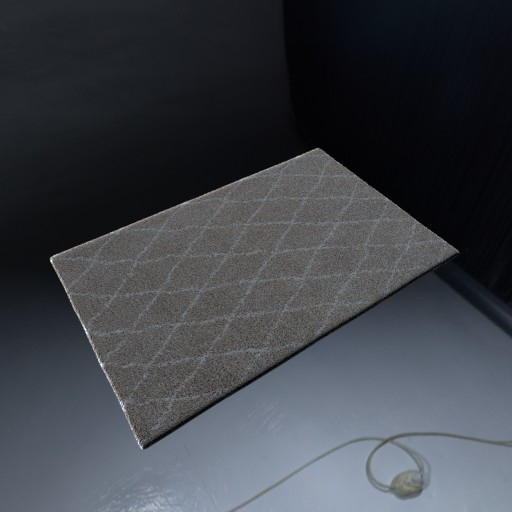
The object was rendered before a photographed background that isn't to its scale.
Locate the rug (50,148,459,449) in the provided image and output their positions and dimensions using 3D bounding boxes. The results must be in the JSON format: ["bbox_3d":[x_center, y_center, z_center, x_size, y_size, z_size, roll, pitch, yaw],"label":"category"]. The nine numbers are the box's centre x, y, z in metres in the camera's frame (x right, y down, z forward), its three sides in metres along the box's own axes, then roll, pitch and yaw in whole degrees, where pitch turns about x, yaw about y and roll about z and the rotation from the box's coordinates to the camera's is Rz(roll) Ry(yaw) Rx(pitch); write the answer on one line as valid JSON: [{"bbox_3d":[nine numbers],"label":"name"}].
[{"bbox_3d":[0.000,0.000,3.524,2.743,0.030,1.778,-26,52,-22],"label":"rug"}]
